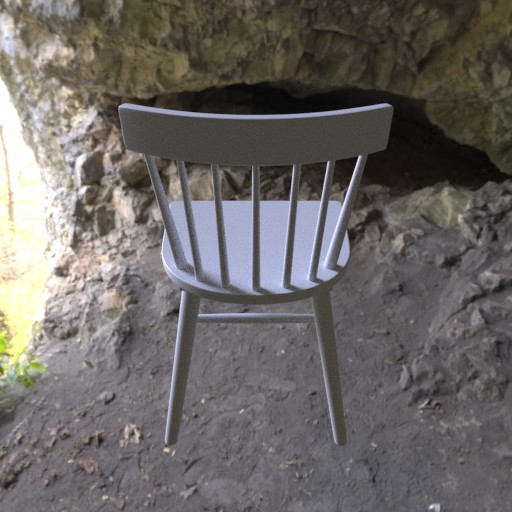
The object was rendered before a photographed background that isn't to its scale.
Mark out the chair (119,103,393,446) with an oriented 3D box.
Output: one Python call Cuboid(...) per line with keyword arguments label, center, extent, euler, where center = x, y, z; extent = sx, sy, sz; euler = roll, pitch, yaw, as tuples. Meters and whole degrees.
Cuboid(label="chair", center=(0.000, 0.000, 1.095), extent=(0.483, 0.787, 0.500), euler=(0, 31, 0))
